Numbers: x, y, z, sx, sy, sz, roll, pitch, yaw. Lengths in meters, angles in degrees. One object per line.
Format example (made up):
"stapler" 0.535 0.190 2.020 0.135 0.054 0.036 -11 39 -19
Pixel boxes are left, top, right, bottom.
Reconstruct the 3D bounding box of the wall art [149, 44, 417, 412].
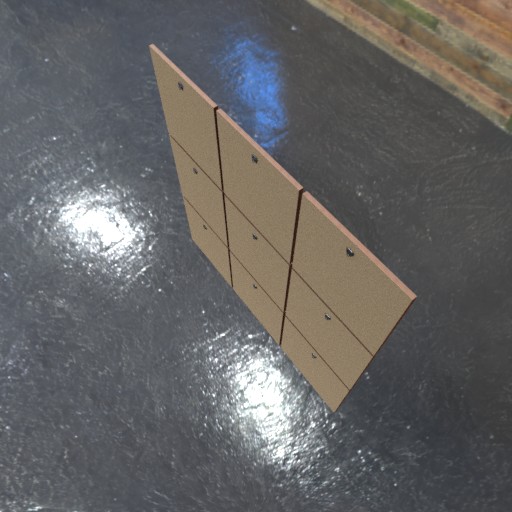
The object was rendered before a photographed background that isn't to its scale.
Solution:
"wall art" 0.000 0.000 1.341 0.018 0.904 0.906 -33 64 -18
